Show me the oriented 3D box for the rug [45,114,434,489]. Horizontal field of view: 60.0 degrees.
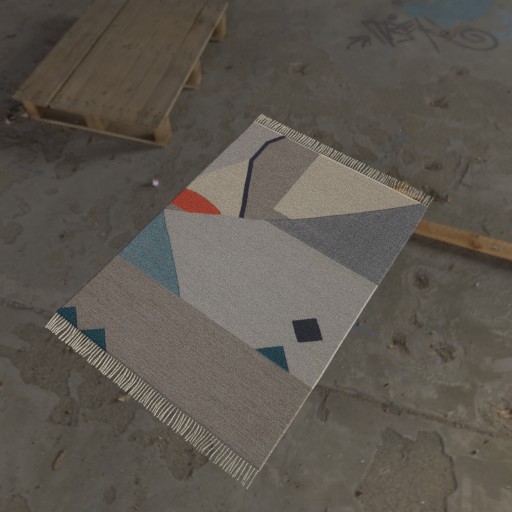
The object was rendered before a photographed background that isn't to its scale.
[{"bbox_3d":[0.000,0.000,2.336,1.220,0.005,1.828,31,63,18],"label":"rug"}]
